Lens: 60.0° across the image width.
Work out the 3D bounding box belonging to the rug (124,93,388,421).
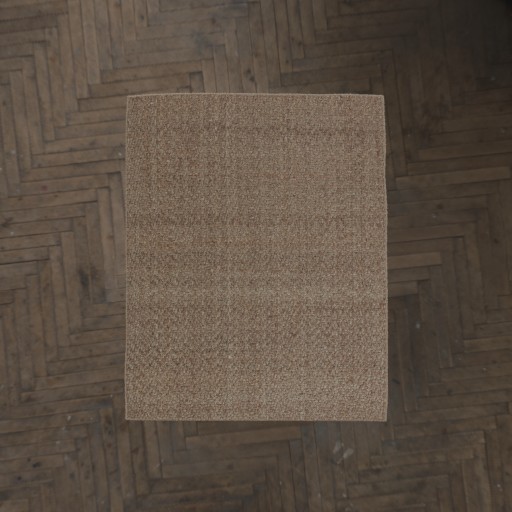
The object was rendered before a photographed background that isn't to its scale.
[{"bbox_3d":[0.000,0.000,4.109,2.439,0.013,3.048,0,89,0],"label":"rug"}]
